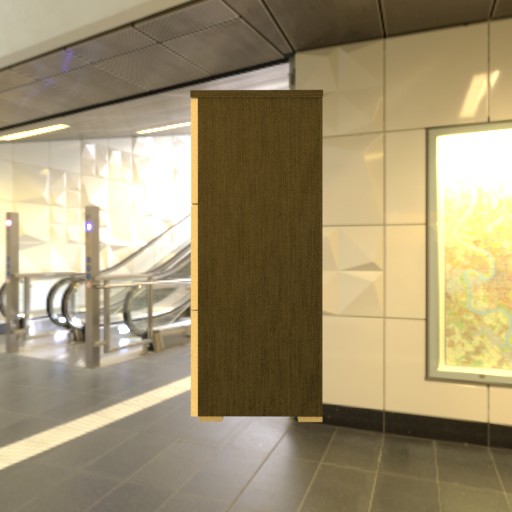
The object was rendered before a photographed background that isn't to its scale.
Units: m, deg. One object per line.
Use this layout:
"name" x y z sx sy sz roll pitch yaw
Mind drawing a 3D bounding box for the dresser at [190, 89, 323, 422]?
"dresser" 0.000 0.000 1.821 0.333 0.790 1.535 0 0 1
